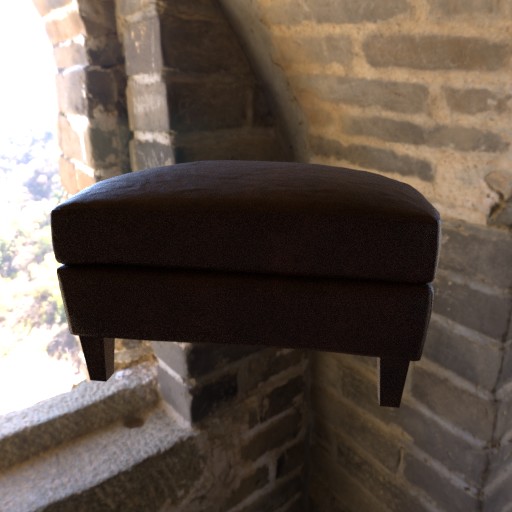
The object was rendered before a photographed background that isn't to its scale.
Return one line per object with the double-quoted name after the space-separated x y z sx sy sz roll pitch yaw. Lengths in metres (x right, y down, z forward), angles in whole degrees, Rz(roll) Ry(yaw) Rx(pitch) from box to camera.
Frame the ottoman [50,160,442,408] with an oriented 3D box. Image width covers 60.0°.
0.000 0.000 1.269 0.887 0.527 0.659 2 16 8 "ottoman"
